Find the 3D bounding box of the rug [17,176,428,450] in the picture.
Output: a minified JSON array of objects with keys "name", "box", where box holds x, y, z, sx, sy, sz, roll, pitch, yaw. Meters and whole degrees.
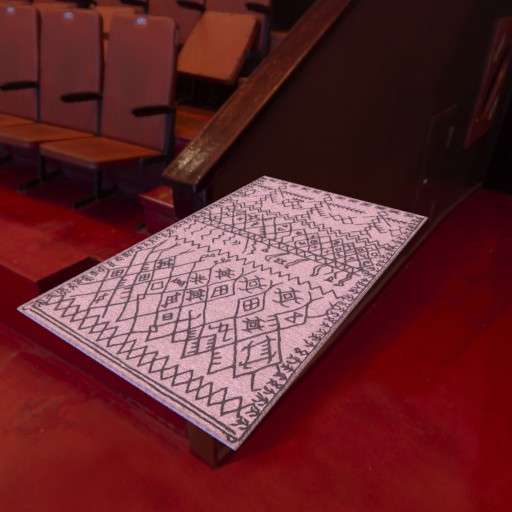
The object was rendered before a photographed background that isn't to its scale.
[{"name":"rug","box":[0.000,0.000,2.937,1.526,0.012,2.444,20,37,29]}]
